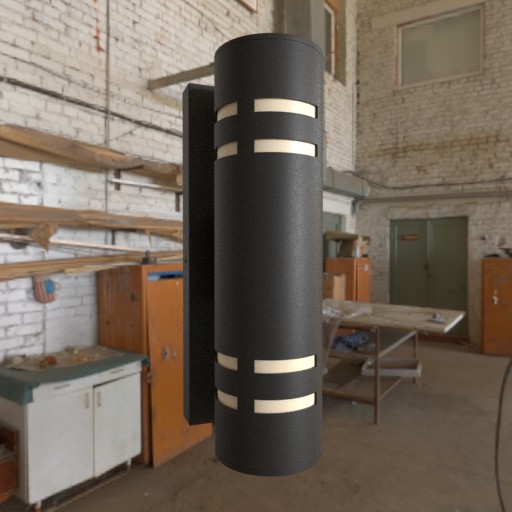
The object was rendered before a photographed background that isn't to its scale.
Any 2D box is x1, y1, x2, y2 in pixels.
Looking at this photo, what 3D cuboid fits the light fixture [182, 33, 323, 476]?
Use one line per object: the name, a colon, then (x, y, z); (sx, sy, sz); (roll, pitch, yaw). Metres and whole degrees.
light fixture: (0.000, 0.000, 0.401); (0.105, 0.330, 0.149); (0, 1, -21)
